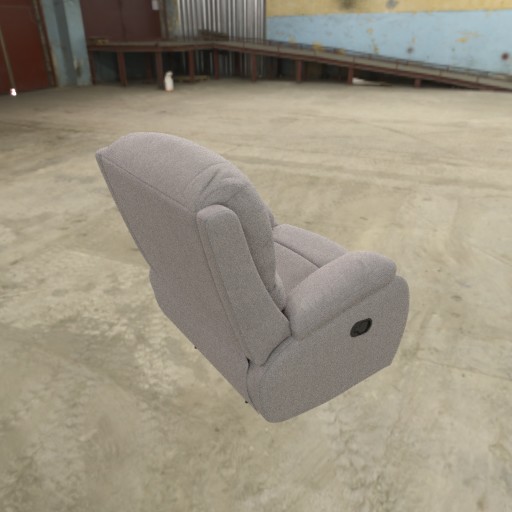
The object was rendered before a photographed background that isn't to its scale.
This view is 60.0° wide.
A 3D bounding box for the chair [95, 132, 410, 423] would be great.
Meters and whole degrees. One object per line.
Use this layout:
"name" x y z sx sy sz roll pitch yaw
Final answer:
"chair" 0.000 0.000 1.775 0.899 1.011 0.930 -18 32 -31
